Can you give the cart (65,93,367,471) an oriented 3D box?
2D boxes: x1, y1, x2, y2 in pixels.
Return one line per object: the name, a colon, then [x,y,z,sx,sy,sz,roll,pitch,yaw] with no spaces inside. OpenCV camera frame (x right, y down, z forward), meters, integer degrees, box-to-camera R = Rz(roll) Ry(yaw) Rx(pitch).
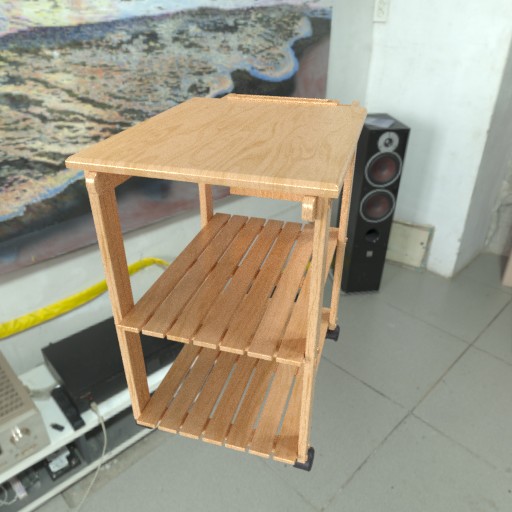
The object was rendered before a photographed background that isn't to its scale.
cart: [0.000,0.000,1.316,0.520,0.816,0.843,9,31,14]
